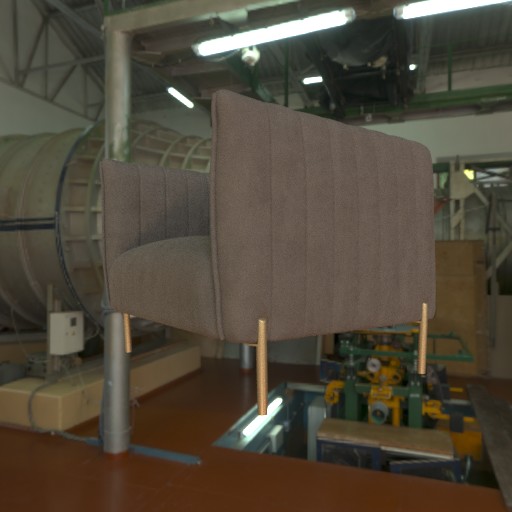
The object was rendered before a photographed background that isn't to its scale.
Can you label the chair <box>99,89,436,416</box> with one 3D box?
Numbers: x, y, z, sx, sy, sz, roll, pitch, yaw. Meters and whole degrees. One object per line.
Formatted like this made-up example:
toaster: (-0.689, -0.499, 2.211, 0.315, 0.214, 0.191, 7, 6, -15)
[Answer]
chair: (0.000, 0.000, 1.621, 0.873, 0.779, 0.981, 0, -1, -36)
